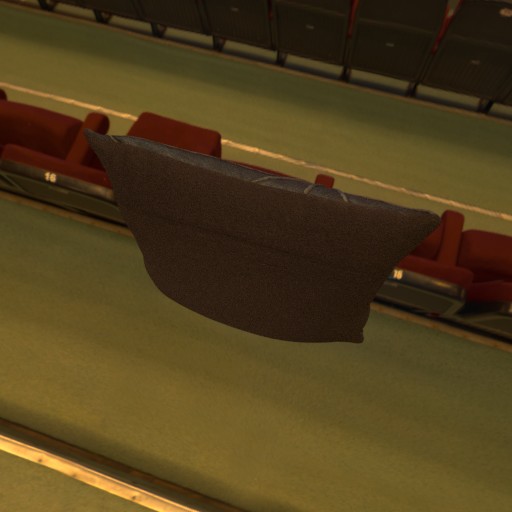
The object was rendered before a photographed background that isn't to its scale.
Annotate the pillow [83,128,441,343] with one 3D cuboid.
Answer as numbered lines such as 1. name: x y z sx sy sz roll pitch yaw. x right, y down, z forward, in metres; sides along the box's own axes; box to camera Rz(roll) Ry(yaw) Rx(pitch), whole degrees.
1. pillow: 0.000 0.000 0.695 0.439 0.440 0.183 16 64 8
